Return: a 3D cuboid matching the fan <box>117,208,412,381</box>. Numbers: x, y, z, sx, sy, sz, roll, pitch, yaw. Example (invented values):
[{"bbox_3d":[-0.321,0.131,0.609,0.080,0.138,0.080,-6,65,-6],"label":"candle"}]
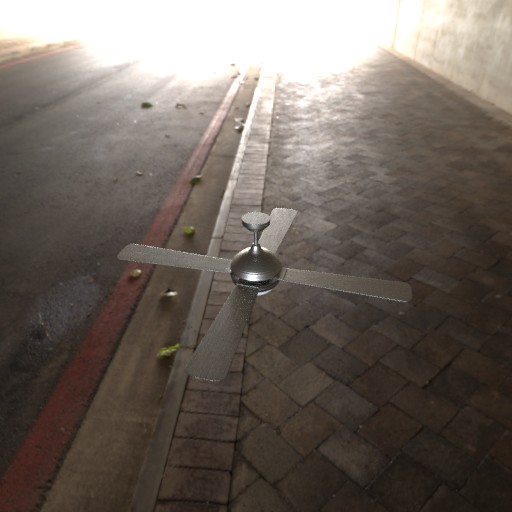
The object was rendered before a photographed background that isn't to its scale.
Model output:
[{"bbox_3d":[0.000,0.000,2.012,1.321,0.381,1.321,20,36,30],"label":"fan"}]
